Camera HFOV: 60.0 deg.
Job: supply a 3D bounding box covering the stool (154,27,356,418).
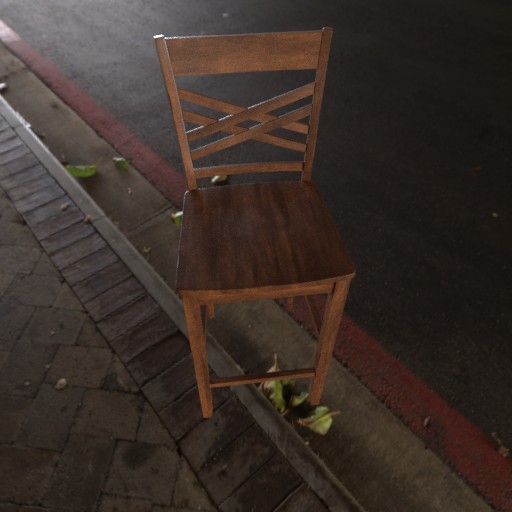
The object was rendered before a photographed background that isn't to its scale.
[{"bbox_3d":[0.000,0.000,1.316,0.433,1.105,0.487,-5,47,-5],"label":"stool"}]
